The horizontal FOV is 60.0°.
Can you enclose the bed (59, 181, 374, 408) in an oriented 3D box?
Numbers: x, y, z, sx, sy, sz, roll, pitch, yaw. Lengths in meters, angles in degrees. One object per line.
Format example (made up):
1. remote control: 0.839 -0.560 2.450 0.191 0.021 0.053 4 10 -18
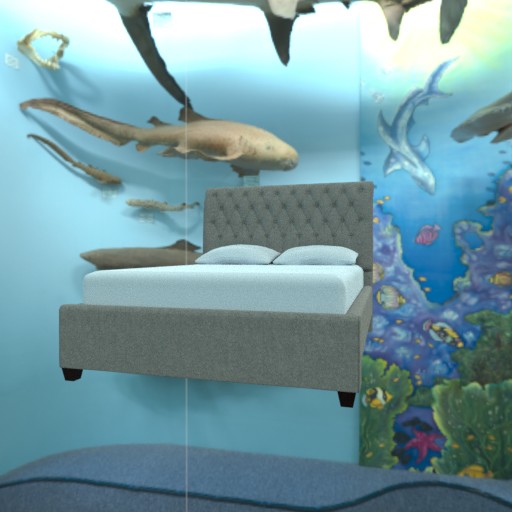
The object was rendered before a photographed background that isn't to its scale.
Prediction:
1. bed: 0.000 0.000 3.304 1.645 1.371 2.252 0 0 16
